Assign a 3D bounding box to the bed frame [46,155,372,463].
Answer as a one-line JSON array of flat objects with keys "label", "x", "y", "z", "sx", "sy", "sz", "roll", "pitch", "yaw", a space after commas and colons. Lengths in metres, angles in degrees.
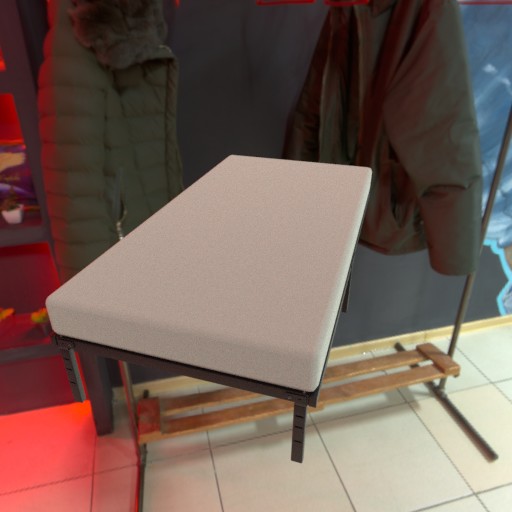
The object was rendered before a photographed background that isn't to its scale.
[{"label": "bed frame", "x": 0.000, "y": 0.000, "z": 3.225, "sx": 1.393, "sy": 0.680, "sz": 2.635, "roll": 9, "pitch": 30, "yaw": 15}]
